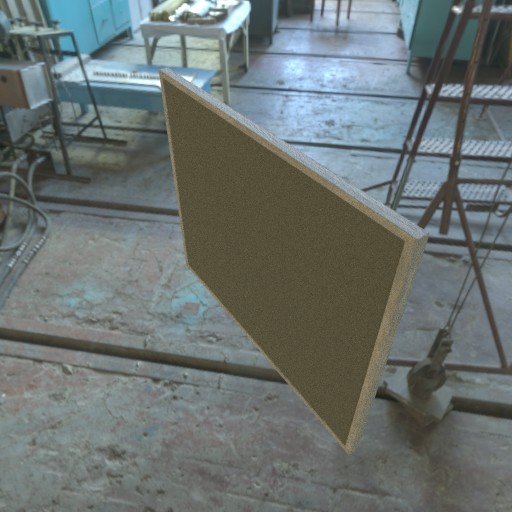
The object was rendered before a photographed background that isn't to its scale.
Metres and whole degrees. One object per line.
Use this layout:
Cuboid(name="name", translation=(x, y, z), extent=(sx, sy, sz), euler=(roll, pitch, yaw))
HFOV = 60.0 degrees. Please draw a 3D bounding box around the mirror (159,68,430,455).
Cuboid(name="mirror", translation=(0.000, 0.000, 1.119), extent=(0.028, 0.689, 0.839), euler=(-25, 47, -25))
